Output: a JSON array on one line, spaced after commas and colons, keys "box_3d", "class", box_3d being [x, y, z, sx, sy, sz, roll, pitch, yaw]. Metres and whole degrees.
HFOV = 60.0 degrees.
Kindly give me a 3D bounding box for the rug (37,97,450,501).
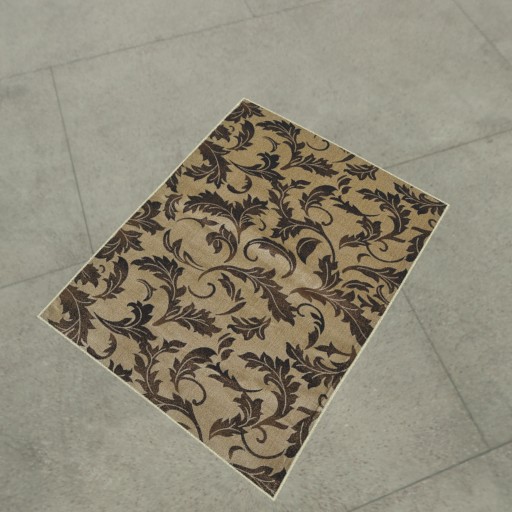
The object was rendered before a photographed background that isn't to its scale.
[{"box_3d": [0.000, 0.000, 3.913, 2.380, 0.008, 2.977, 32, 68, 14], "class": "rug"}]
